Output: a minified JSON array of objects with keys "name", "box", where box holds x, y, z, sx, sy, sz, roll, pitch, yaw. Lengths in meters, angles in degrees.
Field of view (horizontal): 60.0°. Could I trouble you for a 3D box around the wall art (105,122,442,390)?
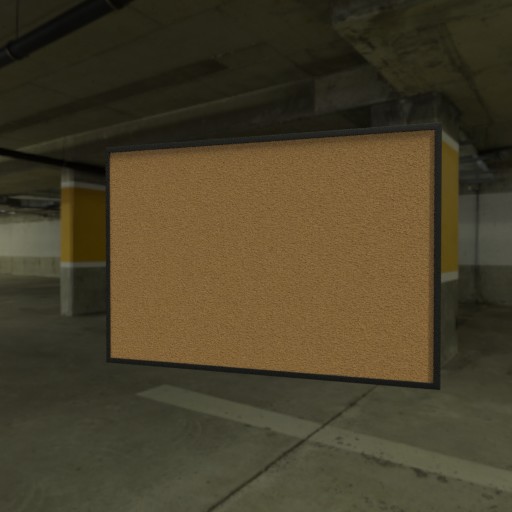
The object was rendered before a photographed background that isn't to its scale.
[{"name":"wall art","box":[0.000,0.000,0.858,0.664,0.458,0.013,0,1,16]}]
